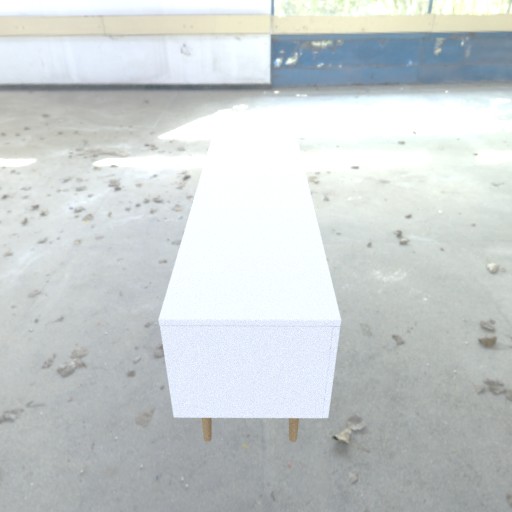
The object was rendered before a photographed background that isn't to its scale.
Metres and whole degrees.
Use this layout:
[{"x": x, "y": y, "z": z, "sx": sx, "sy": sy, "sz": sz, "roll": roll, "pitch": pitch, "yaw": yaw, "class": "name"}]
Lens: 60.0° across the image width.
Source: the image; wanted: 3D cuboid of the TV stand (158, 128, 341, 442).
[{"x": 0.000, "y": 0.000, "z": 1.666, "sx": 0.401, "sy": 0.560, "sz": 1.398, "roll": 0, "pitch": 32, "yaw": 0, "class": "TV stand"}]
